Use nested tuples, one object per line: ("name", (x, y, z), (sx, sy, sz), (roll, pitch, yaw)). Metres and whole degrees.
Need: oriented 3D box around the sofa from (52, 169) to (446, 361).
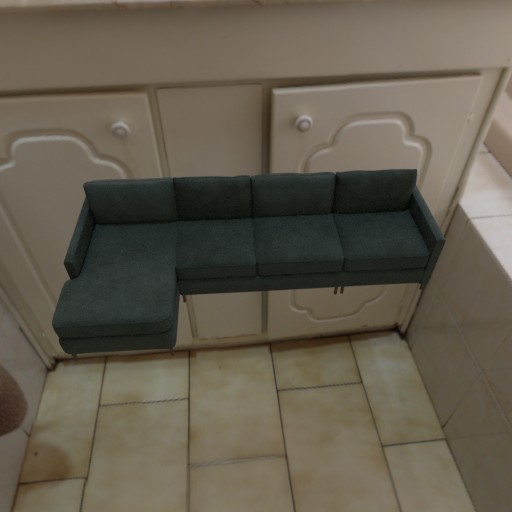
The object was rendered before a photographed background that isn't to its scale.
("sofa", (0.000, 0.000, 4.150), (3.400, 0.967, 1.500), (-3, 45, -3))
